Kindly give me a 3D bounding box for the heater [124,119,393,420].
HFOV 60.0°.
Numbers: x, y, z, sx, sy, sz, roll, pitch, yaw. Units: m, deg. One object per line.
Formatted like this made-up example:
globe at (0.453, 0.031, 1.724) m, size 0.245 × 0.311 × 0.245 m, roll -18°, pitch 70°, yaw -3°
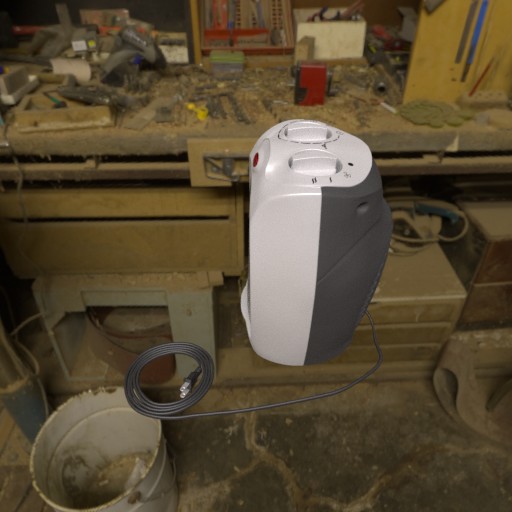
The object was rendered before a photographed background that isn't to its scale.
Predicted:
heater at (0.000, 0.000, 0.468) m, size 0.291 × 0.240 × 0.239 m, roll 0°, pitch 40°, yaw -1°
